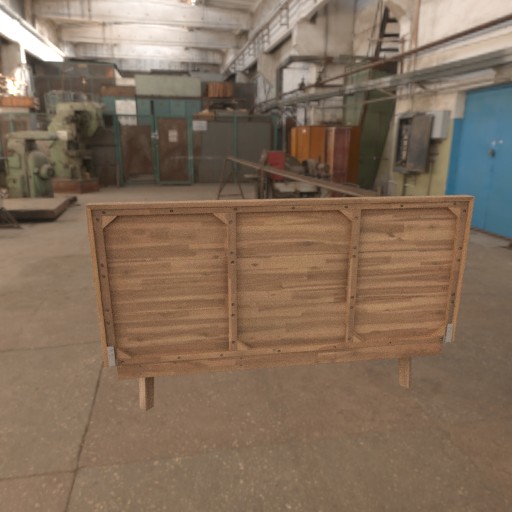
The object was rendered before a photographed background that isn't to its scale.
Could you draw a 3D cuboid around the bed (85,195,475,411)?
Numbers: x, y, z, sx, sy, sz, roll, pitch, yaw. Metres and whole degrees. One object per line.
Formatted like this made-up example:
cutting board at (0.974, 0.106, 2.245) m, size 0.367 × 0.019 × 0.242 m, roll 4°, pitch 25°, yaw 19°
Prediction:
bed at (0.000, 0.000, 3.114) m, size 1.759 × 1.071 × 2.145 m, roll -2°, pitch 15°, yaw -9°
